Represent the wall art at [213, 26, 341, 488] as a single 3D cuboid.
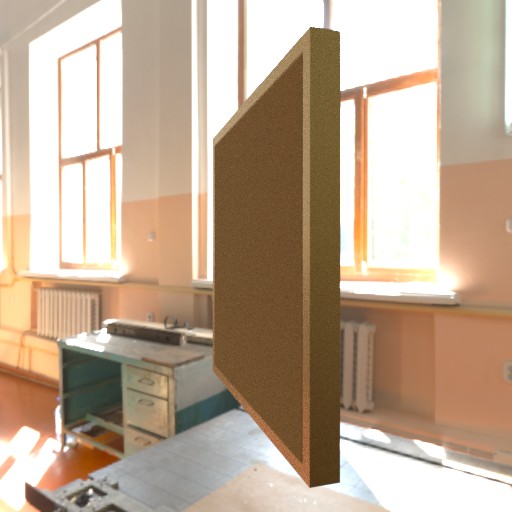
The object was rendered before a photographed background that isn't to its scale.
[{"bbox_3d":[0.000,0.000,1.857,0.095,1.284,1.284,0,1,-18],"label":"wall art"}]
